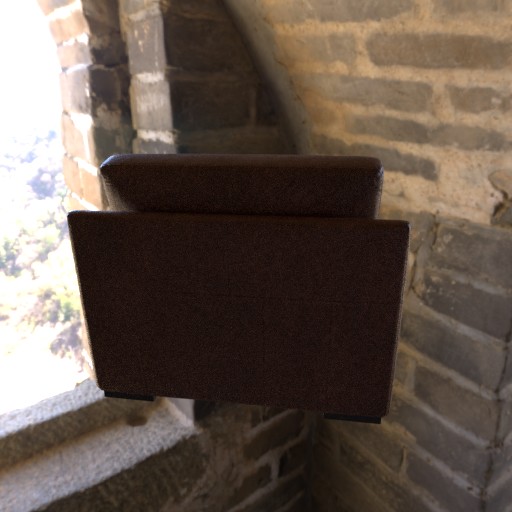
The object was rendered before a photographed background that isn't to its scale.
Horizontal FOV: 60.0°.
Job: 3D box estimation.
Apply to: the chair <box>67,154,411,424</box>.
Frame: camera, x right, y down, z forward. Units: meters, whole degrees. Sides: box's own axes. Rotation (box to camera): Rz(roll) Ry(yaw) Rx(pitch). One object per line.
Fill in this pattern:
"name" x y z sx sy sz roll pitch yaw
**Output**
"chair" 0.000 0.000 2.000 1.168 0.939 1.143 3 16 9
